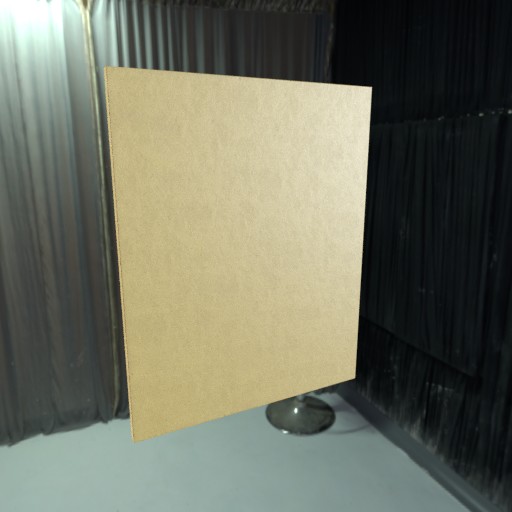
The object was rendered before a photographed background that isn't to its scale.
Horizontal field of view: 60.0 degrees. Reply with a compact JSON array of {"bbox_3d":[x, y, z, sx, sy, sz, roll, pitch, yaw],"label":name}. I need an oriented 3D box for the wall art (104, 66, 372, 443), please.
[{"bbox_3d":[0.000,0.000,1.335,0.798,1.002,0.030,-7,15,-27],"label":"wall art"}]
